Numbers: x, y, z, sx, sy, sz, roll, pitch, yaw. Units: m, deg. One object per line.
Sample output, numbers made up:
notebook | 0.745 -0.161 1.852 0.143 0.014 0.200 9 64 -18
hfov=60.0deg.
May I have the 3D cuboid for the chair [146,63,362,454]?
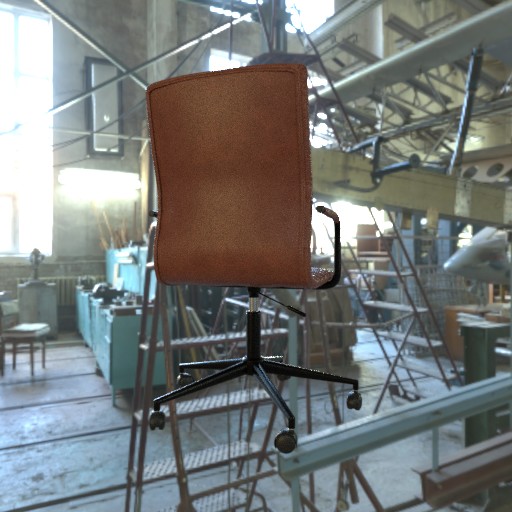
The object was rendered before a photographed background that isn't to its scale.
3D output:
chair | 0.000 0.000 1.303 0.600 0.878 0.578 0 1 19
